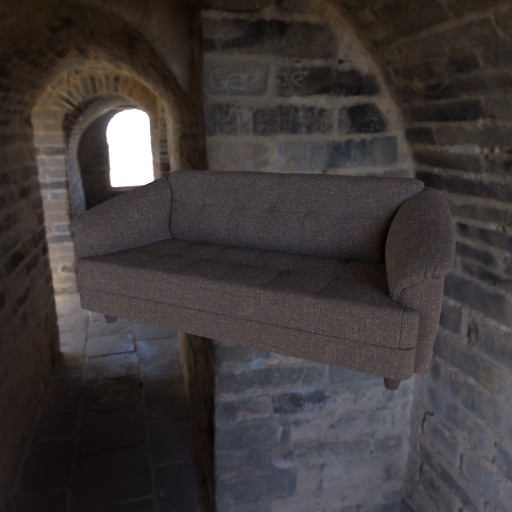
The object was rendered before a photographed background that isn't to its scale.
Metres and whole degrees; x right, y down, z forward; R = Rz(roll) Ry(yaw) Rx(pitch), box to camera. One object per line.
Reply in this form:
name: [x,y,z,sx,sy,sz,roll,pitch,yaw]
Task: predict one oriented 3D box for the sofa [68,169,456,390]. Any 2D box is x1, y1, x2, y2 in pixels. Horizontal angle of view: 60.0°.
sofa: [0.000,0.000,2.260,1.849,0.790,0.887,7,17,25]
